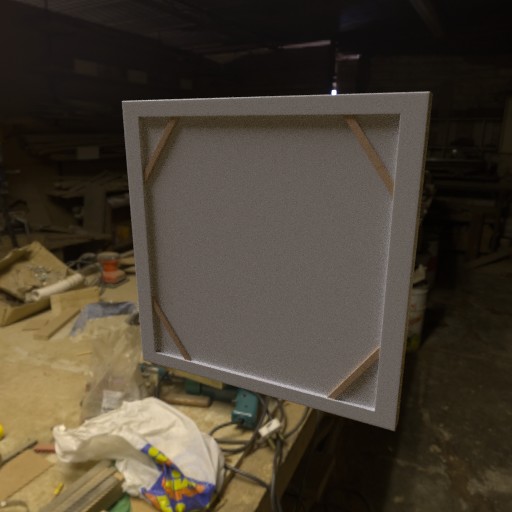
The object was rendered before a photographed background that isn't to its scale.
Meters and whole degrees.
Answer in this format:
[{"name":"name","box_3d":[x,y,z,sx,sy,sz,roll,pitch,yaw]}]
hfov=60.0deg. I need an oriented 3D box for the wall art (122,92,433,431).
[{"name":"wall art","box_3d":[0.000,0.000,0.905,0.610,0.610,0.038,8,18,25]}]
